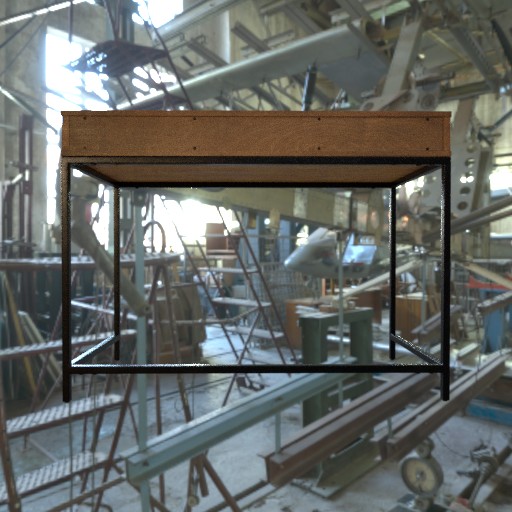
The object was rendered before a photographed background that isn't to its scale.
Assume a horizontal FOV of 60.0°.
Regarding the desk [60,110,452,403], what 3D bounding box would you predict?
[{"bbox_3d":[0.000,0.000,1.391,1.016,0.762,0.470,0,1,-1],"label":"desk"}]
